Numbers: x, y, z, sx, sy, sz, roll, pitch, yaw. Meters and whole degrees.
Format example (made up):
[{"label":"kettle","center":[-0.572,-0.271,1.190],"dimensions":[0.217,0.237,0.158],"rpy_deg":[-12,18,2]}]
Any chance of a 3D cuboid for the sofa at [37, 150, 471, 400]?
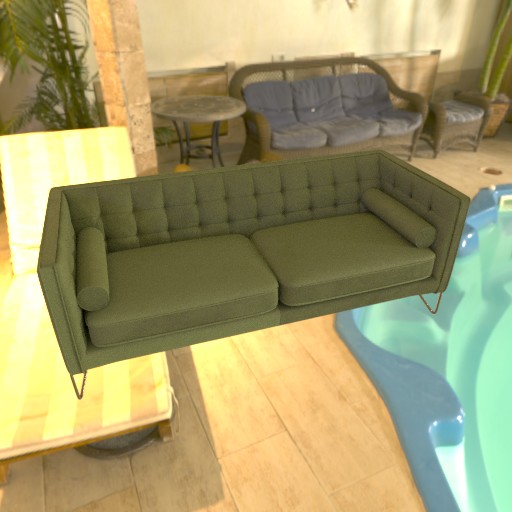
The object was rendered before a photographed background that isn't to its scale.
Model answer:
[{"label":"sofa","center":[0.000,0.000,2.512],"dimensions":[2.087,0.789,0.867],"rpy_deg":[-10,33,-16]}]
